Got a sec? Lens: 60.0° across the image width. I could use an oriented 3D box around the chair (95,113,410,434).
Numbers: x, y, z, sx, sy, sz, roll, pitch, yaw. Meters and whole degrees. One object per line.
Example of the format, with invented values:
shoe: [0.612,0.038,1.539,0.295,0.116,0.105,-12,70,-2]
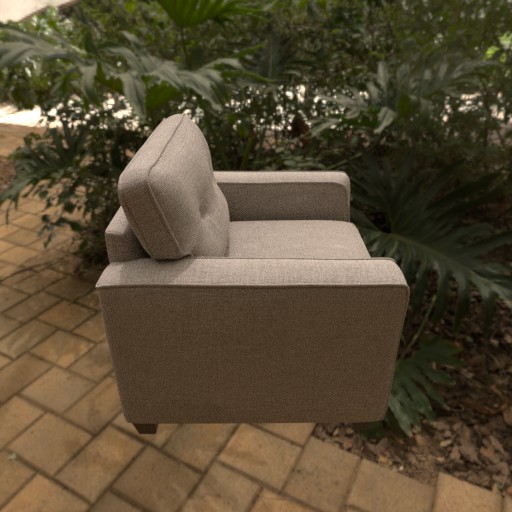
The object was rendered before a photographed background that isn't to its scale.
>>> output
chair: [0.000,0.000,1.770,0.939,0.965,1.015,0,30,0]
